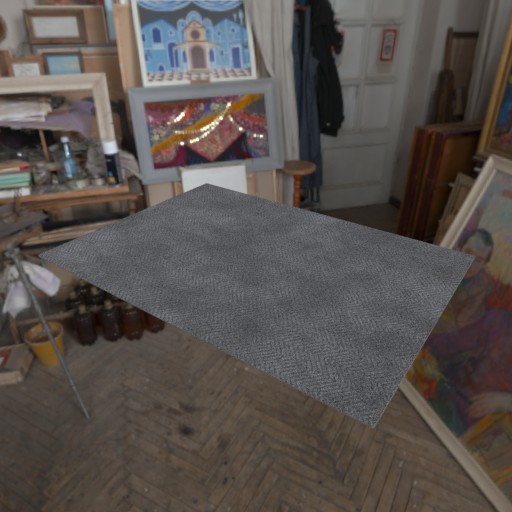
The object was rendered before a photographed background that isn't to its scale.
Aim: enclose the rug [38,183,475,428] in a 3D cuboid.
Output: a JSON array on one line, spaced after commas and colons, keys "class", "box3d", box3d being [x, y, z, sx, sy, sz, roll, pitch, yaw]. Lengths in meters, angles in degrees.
[{"class": "rug", "box3d": [0.000, 0.000, 2.781, 2.235, 0.008, 1.600, 20, 35, 31]}]
